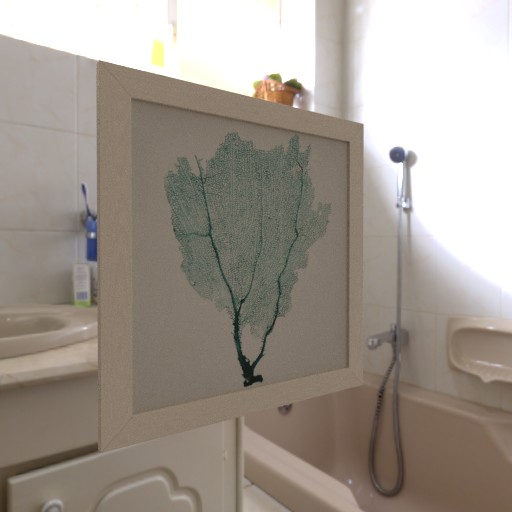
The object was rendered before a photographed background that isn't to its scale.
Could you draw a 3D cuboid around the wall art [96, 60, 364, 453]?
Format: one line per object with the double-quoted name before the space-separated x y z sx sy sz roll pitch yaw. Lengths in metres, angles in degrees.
"wall art" 0.000 0.000 0.821 0.572 0.577 0.015 -1 1 -35
